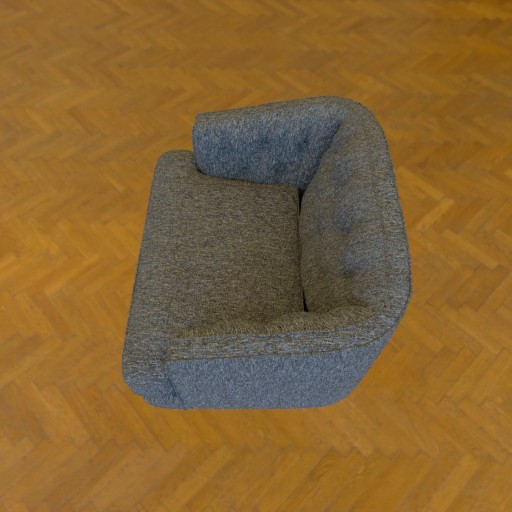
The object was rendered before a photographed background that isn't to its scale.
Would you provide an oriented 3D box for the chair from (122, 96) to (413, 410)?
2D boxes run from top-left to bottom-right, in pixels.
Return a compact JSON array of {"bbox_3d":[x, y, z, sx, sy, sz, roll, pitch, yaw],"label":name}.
[{"bbox_3d":[0.000,0.000,1.798,0.941,0.852,1.104,1,58,0],"label":"chair"}]
